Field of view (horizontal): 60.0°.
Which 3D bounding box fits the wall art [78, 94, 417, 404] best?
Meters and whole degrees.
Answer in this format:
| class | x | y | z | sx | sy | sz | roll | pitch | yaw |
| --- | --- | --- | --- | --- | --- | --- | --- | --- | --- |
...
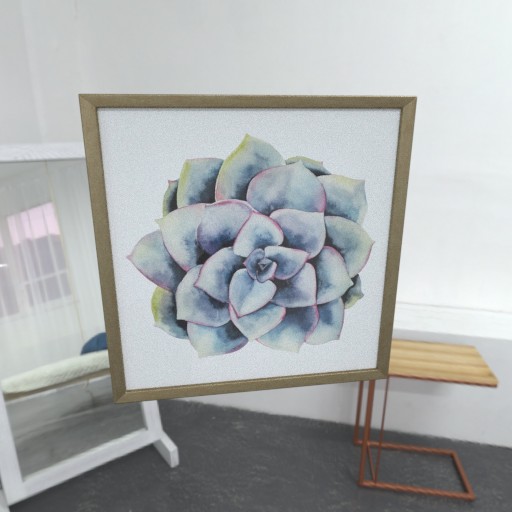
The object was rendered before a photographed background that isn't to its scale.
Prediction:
| class | x | y | z | sx | sy | sz | roll | pitch | yaw |
| --- | --- | --- | --- | --- | --- | --- | --- | --- | --- |
| wall art | 0.000 | 0.000 | 0.742 | 0.503 | 0.506 | 0.030 | -3 | 18 | -8 |
